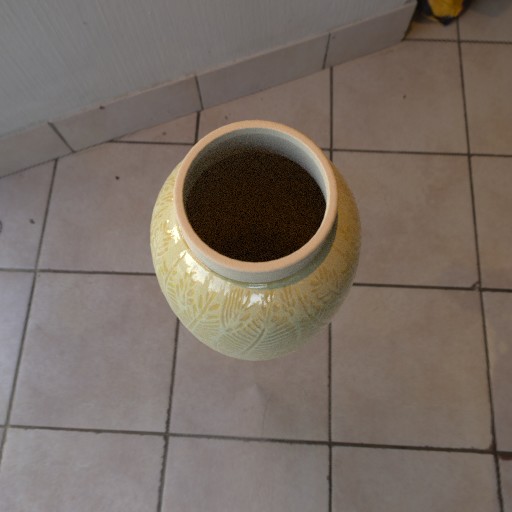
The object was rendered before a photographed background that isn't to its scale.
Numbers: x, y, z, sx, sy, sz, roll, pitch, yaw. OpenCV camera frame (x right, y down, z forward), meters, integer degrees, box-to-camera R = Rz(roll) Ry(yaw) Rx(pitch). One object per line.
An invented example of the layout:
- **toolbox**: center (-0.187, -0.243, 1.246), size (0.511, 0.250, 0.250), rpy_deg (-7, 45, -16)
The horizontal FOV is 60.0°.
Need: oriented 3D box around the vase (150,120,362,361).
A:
- **vase**: center (0.000, 0.000, 0.386), size (0.172, 0.270, 0.172), rpy_deg (0, 74, 0)
